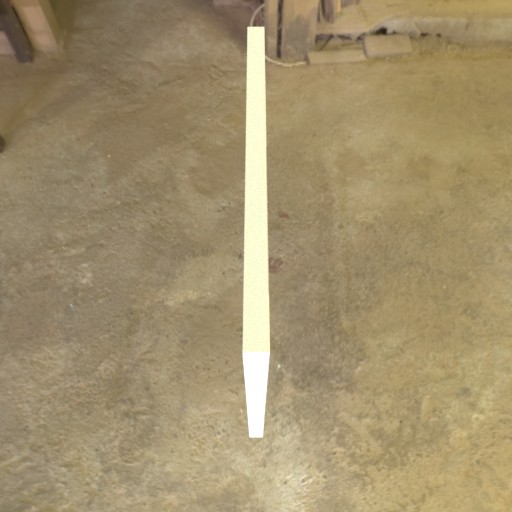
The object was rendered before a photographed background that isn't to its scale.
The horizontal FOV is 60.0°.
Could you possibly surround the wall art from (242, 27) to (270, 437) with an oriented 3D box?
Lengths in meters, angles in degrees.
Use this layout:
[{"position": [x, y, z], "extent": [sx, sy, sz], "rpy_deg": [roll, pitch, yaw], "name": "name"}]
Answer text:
[{"position": [0.000, 0.000, 0.681], "extent": [0.023, 0.453, 0.455], "rpy_deg": [0, 59, 0], "name": "wall art"}]
